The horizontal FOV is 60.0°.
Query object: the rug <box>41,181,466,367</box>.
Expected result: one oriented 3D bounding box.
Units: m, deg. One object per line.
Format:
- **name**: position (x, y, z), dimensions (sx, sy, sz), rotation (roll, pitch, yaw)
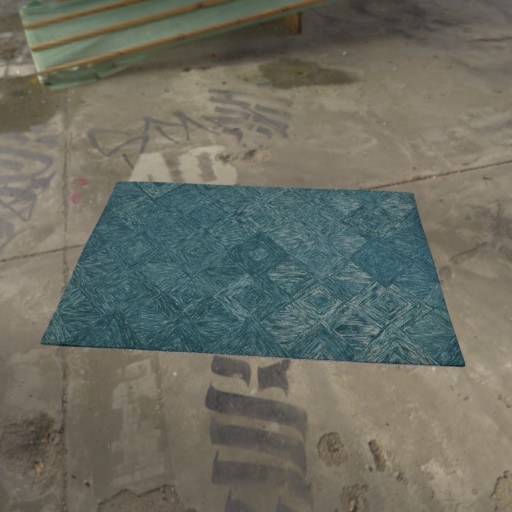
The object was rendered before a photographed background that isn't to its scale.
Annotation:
- **rug**: position (0.000, 0.000, 2.177), dimensions (1.728, 0.017, 1.136), rotation (3, 45, 3)
